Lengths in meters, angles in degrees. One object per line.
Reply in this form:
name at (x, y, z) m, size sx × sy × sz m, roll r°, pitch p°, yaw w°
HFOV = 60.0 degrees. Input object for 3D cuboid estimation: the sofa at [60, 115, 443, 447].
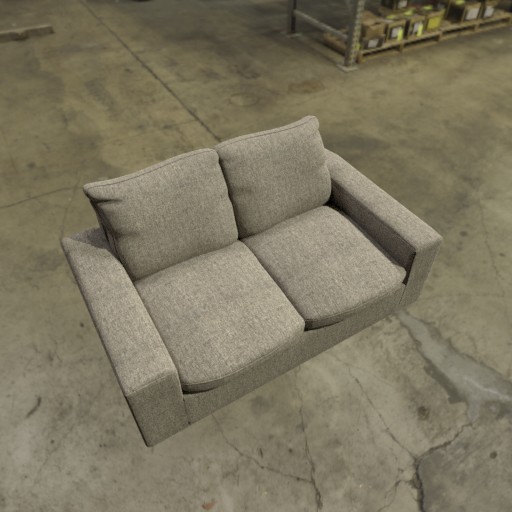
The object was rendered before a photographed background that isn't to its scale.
sofa at (0.000, 0.000, 2.385) m, size 1.758 × 0.877 × 1.094 m, roll -23°, pitch 50°, yaw -21°
